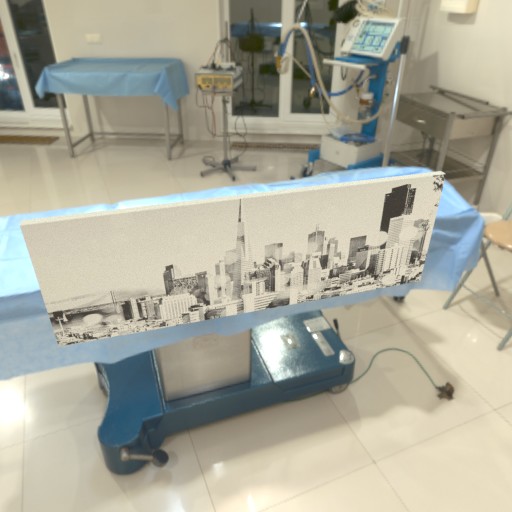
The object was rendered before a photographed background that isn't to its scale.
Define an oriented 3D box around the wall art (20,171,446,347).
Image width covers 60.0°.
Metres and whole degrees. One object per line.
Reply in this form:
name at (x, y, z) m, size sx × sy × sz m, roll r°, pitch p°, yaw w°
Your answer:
wall art at (0.000, 0.000, 1.687) m, size 1.520 × 0.507 × 0.039 m, roll -9°, pitch 33°, yaw -13°
